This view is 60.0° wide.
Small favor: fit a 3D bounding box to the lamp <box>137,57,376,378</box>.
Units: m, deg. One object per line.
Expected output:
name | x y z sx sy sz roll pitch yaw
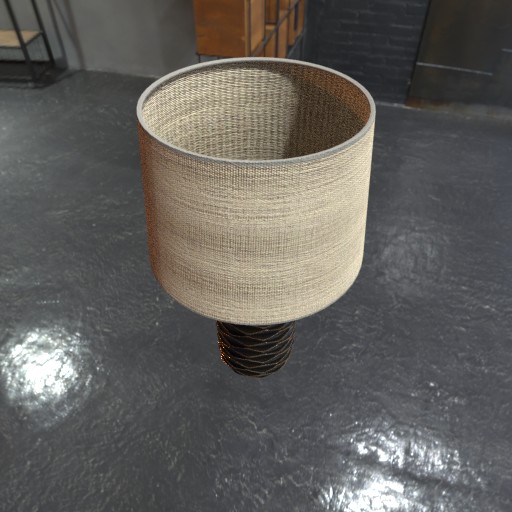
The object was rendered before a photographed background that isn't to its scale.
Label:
lamp | 0.000 0.000 0.816 0.376 0.594 0.376 0 43 0
